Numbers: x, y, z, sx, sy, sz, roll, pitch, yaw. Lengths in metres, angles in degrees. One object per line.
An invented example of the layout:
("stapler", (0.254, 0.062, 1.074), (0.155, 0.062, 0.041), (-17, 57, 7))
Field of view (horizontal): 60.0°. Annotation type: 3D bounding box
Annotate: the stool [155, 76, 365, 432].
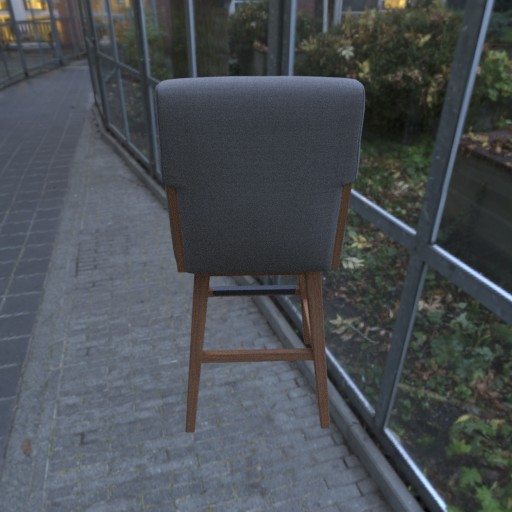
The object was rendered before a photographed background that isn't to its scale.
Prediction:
("stool", (0.000, 0.000, 1.373), (0.483, 1.112, 0.570), (-1, 30, -2))
